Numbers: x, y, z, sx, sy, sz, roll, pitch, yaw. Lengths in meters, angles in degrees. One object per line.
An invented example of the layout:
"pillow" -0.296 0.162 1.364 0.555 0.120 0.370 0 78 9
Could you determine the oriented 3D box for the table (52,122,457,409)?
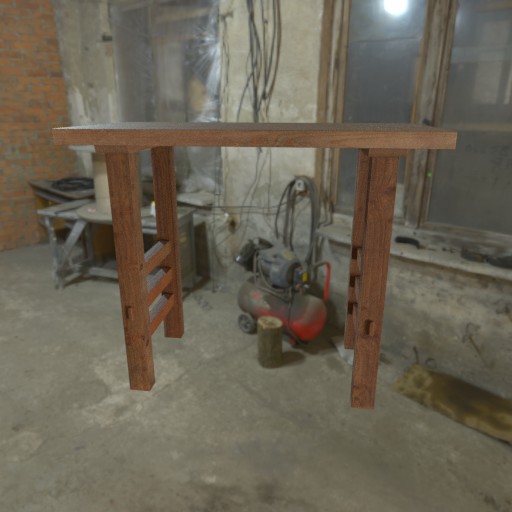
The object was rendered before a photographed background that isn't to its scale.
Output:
"table" 0.000 0.000 1.618 1.119 0.914 0.556 2 19 7
